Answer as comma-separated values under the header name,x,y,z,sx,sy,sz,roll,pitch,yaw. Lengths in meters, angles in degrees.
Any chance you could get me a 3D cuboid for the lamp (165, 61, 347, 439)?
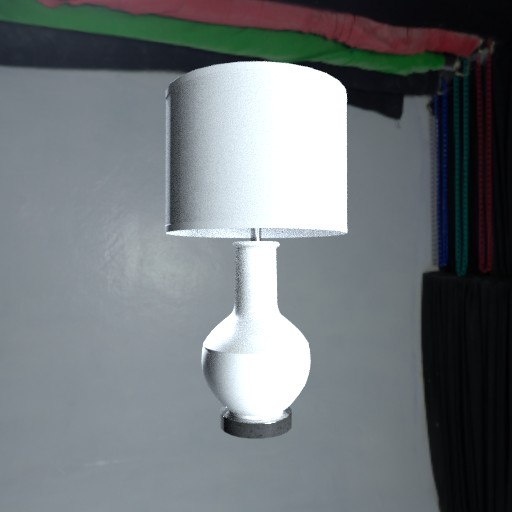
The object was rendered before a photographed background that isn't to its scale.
name,x,y,z,sx,sy,sz,roll,pitch,yaw
lamp,0.000,0.000,0.885,0.357,0.673,0.357,0,0,-17
